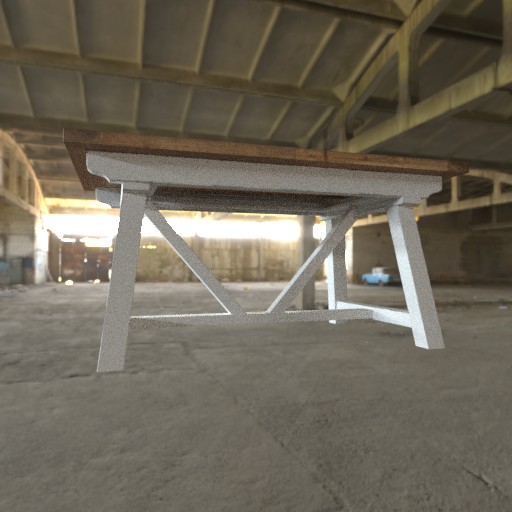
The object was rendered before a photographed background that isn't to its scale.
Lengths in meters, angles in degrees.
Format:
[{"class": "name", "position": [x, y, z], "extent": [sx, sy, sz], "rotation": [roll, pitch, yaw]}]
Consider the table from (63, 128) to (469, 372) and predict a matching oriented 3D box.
[{"class": "table", "position": [0.000, 0.000, 1.987], "extent": [1.503, 0.743, 0.922], "rotation": [0, -1, -18]}]
